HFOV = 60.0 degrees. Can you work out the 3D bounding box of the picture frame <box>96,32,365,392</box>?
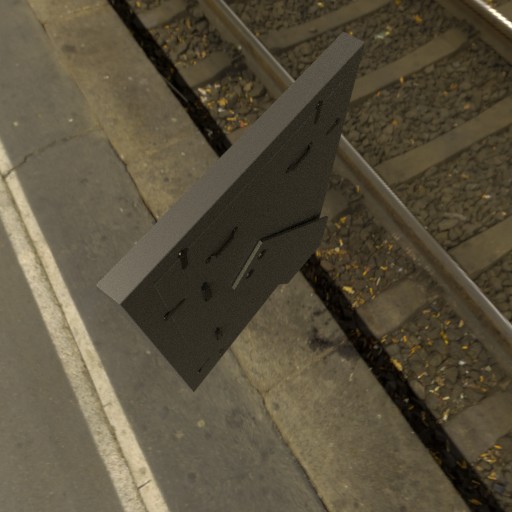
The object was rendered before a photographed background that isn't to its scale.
[{"bbox_3d":[0.000,0.000,0.515,0.036,0.383,0.307,34,69,15],"label":"picture frame"}]
